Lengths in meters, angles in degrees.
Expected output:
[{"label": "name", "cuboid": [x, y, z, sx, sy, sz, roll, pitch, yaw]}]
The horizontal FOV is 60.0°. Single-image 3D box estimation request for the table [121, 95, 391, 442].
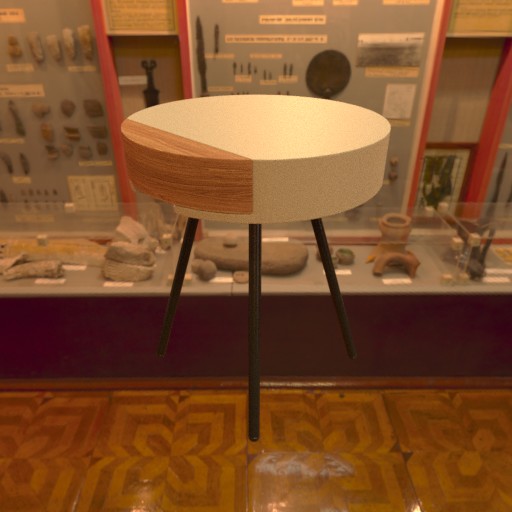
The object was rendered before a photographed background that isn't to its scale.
[{"label": "table", "cuboid": [0.000, 0.000, 0.866, 0.450, 0.525, 0.450, 0, 30, 0]}]
